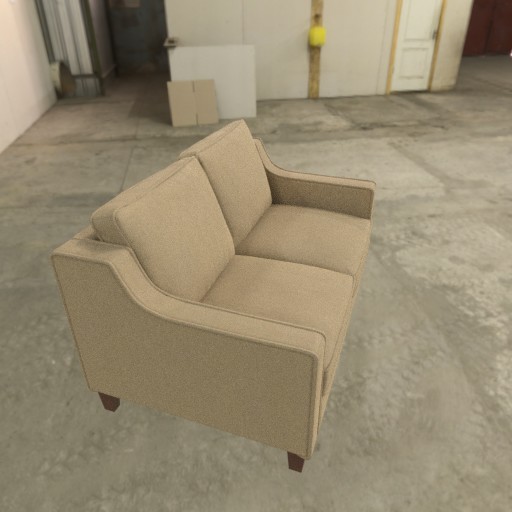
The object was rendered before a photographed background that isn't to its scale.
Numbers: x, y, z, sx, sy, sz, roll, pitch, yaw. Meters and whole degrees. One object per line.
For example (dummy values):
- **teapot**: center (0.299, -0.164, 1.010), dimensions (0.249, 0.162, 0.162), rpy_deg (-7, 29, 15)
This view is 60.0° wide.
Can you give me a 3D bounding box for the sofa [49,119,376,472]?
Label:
- **sofa**: center (0.000, 0.000, 2.153), dimensions (0.987, 0.971, 1.501), rpy_deg (10, 33, 17)
